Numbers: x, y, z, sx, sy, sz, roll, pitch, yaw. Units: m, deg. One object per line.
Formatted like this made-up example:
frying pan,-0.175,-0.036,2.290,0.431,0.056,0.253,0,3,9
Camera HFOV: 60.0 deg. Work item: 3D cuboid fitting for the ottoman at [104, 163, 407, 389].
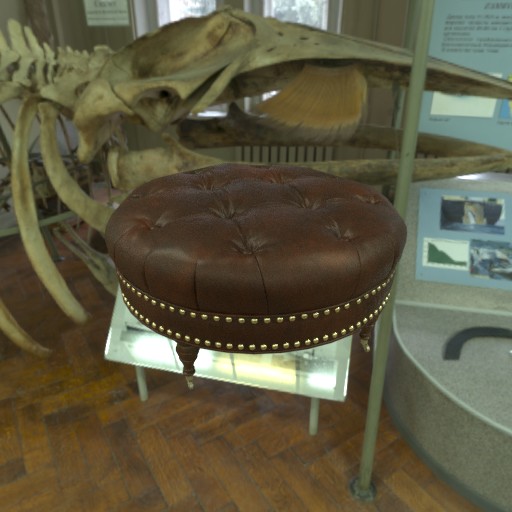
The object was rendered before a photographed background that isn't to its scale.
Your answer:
ottoman,0.000,0.000,1.416,0.901,0.455,0.901,0,26,0
